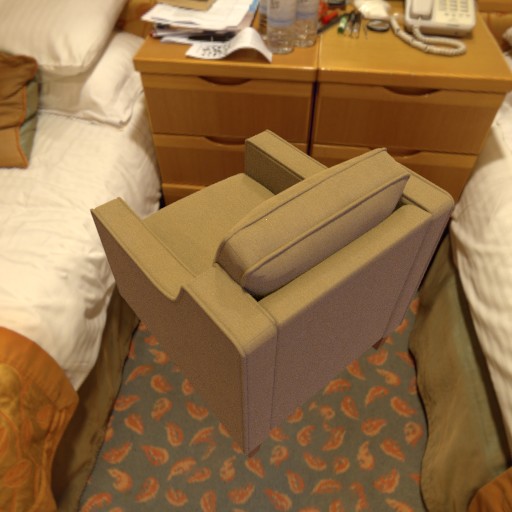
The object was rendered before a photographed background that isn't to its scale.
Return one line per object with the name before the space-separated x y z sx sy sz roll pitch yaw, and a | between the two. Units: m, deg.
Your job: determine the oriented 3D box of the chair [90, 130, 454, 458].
chair | 0.000 0.000 1.648 0.831 0.960 0.909 -31 54 -26
